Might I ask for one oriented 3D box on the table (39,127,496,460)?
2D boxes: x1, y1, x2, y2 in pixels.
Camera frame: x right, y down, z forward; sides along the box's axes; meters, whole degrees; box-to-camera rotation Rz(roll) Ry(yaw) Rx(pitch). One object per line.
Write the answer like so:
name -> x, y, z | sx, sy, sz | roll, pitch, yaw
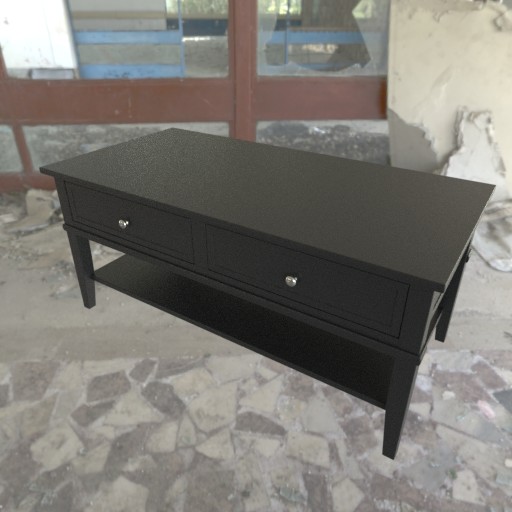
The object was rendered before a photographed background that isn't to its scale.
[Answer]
table -> 0.000, 0.000, 1.242 | 1.044, 0.470, 0.523 | 18, 34, 28
